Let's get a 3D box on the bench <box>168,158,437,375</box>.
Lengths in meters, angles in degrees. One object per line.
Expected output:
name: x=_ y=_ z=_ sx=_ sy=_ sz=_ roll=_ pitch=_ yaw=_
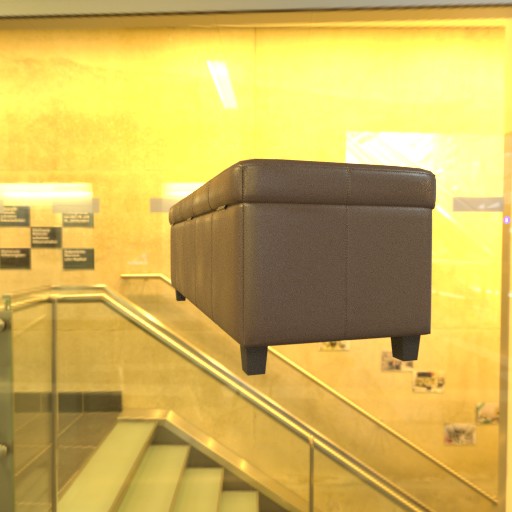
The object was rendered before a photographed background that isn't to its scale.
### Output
bench: x=0.000 y=0.000 z=1.438 sx=0.450 sy=0.417 sz=1.219 roll=-1 pitch=2 yaw=-17
